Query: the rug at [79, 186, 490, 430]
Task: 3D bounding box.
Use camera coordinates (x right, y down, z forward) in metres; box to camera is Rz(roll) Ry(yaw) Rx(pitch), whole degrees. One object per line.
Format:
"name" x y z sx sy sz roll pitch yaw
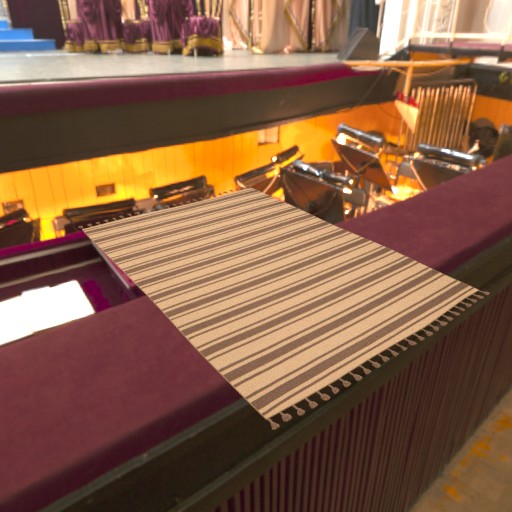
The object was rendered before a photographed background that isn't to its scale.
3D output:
"rug" 0.000 0.000 3.738 2.030 0.017 3.040 -19 33 -32
